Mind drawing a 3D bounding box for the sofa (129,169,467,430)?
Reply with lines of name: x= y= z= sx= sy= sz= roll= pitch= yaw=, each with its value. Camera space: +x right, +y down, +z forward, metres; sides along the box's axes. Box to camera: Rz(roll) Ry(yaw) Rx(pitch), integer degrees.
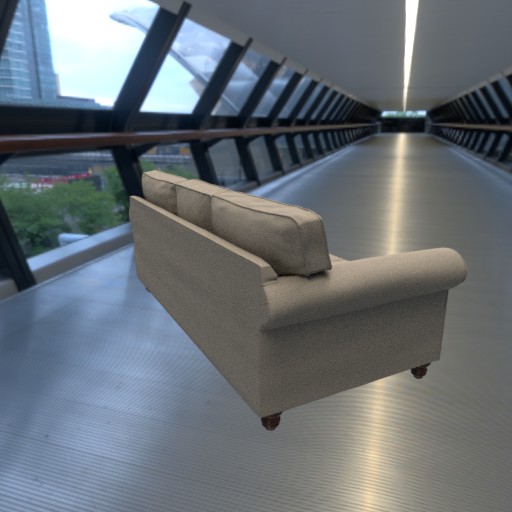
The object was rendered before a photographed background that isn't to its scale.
sofa: x=0.000 y=0.000 z=2.606 sx=0.998 sy=0.889 sz=2.118 roll=-8 pitch=17 yaw=-27
